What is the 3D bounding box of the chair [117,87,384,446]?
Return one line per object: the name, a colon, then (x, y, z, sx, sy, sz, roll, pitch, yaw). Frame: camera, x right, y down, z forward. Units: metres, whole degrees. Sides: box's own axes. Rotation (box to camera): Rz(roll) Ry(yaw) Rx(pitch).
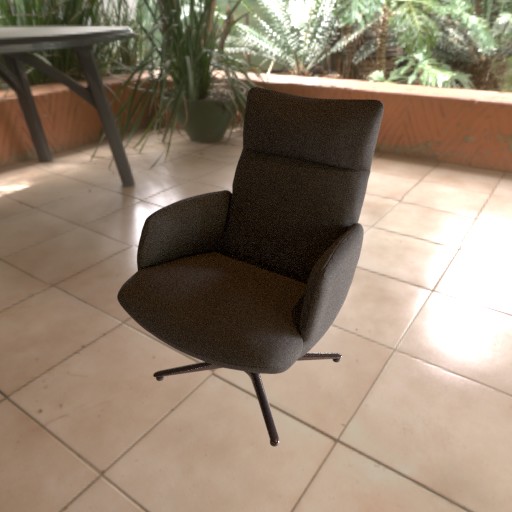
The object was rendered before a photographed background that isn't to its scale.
chair: (0.000, 0.000, 1.541, 0.702, 0.984, 0.831, 18, 34, 29)
